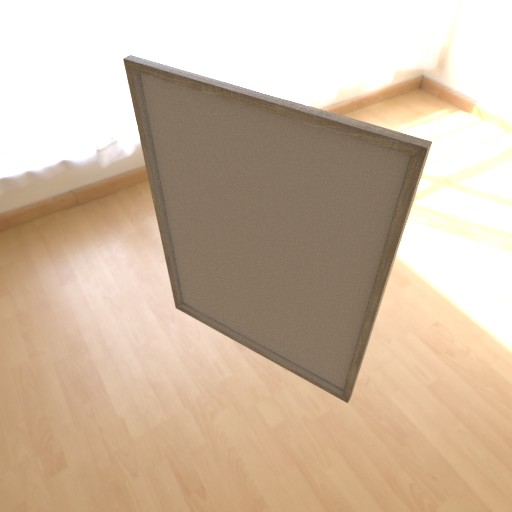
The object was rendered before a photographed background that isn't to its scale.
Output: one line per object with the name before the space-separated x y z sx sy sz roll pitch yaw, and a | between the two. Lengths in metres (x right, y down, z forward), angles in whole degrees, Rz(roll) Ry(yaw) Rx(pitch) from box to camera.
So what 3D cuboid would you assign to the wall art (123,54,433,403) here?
wall art | 0.000 0.000 1.345 0.781 1.022 0.035 24 50 22
